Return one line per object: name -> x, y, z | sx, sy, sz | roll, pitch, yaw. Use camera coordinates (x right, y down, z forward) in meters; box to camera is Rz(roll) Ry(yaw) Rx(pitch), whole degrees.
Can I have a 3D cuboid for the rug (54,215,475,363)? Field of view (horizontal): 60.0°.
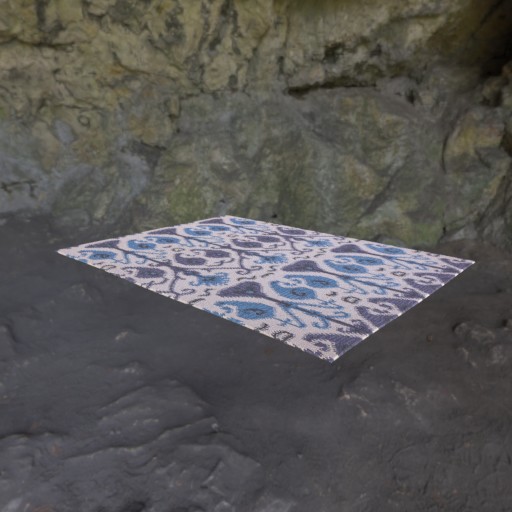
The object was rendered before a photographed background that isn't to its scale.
rug -> 0.000, 0.000, 2.946 | 2.261, 0.013, 1.676 | 14, 22, 40
